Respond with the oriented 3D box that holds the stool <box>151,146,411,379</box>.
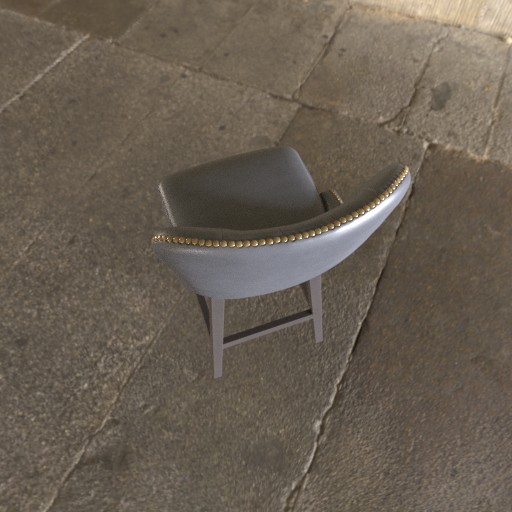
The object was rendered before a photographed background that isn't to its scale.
[{"bbox_3d":[0.000,0.000,1.300,0.528,0.971,0.593,-17,59,-11],"label":"stool"}]
